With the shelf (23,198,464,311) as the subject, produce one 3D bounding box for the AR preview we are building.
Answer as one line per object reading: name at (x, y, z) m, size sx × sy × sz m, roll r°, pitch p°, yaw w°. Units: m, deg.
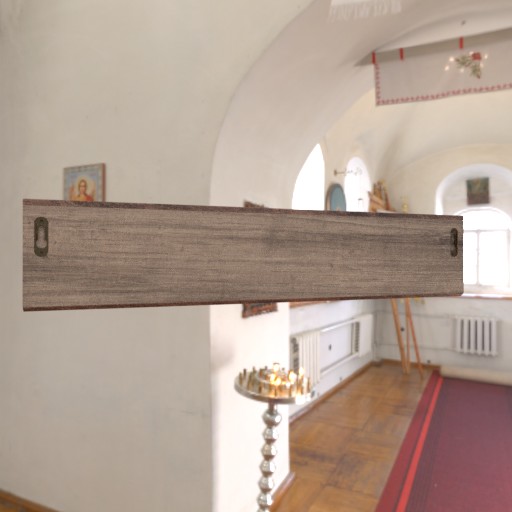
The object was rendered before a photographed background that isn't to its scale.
shelf at (0.000, 0.000, 0.679) m, size 0.610 × 0.125 × 0.200 m, roll 0°, pitch 0°, yaw -19°
